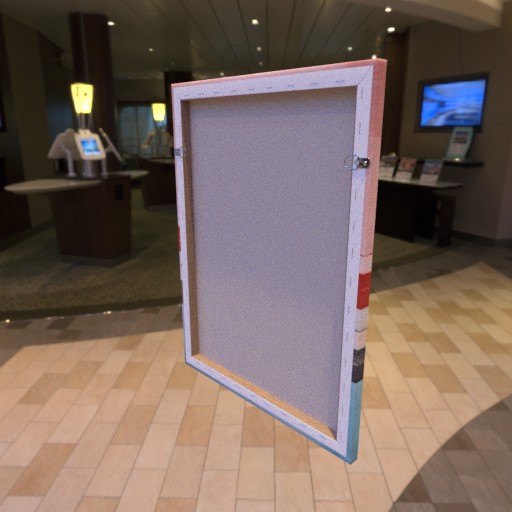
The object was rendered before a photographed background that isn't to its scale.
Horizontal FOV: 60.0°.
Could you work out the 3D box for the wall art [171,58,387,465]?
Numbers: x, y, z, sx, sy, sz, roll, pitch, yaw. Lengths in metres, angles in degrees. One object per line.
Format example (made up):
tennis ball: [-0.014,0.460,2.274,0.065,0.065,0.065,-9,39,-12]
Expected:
wall art: [0.000,0.000,1.333,0.039,1.016,0.761,-15,22,-42]
